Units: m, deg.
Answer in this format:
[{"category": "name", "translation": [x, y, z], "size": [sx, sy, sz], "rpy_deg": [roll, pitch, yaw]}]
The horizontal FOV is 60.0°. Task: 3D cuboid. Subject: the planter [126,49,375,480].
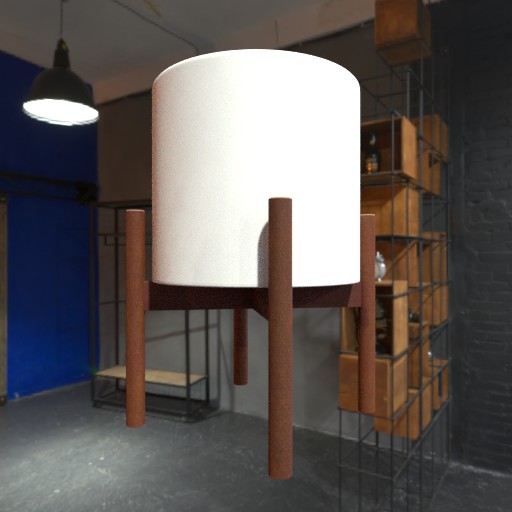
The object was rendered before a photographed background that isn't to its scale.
[{"category": "planter", "translation": [0.000, 0.000, 0.491], "size": [0.224, 0.358, 0.224], "rpy_deg": [0, 0, 36]}]
